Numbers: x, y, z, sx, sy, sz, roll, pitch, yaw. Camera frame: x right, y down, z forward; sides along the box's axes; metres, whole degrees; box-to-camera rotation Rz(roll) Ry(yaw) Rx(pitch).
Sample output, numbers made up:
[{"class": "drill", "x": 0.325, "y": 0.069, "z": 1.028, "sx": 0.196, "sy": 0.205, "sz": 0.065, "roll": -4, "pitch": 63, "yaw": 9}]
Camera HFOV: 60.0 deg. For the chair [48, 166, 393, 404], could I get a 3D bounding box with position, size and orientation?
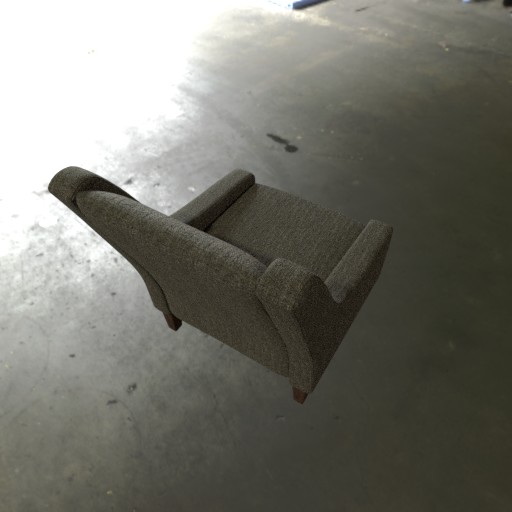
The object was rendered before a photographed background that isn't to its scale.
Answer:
[{"class": "chair", "x": 0.000, "y": 0.000, "z": 1.695, "sx": 0.793, "sy": 1.012, "sz": 0.944, "roll": 25, "pitch": 51, "yaw": 21}]
